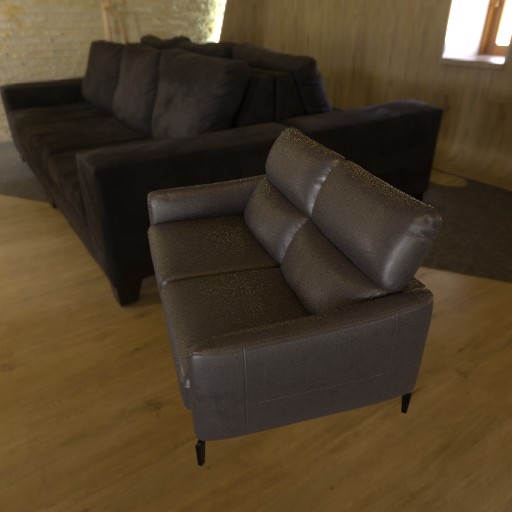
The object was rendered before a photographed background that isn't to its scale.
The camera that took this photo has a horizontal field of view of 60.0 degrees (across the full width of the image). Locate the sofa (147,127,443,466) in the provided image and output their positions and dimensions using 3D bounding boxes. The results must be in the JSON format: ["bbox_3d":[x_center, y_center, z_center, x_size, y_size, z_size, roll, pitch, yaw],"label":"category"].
[{"bbox_3d":[0.000,0.000,2.181,0.958,0.920,1.596,-8,29,-15],"label":"sofa"}]
